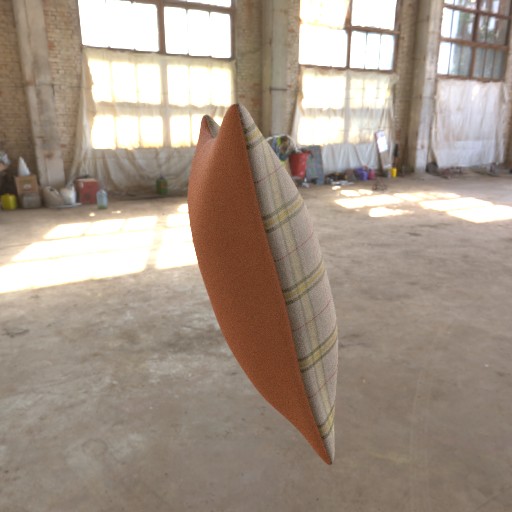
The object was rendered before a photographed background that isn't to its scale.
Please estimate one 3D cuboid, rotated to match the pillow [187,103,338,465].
[{"bbox_3d":[0.000,0.000,0.688,0.200,0.430,0.453,-3,16,-10],"label":"pillow"}]
